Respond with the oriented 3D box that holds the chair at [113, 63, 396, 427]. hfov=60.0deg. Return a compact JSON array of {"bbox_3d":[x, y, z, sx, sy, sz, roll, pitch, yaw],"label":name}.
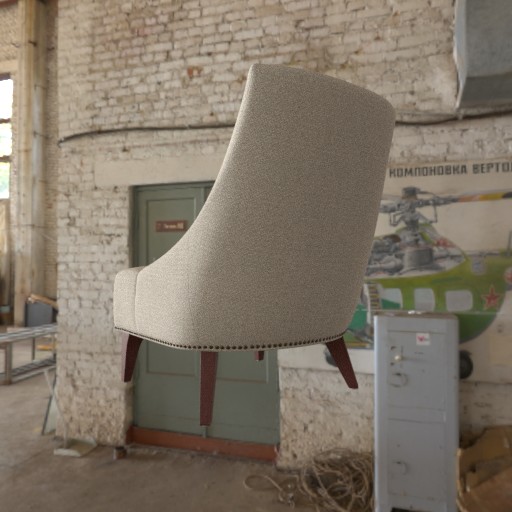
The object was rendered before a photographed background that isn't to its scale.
[{"bbox_3d":[0.000,0.000,1.488,0.701,0.909,0.861,1,-2,-37],"label":"chair"}]
